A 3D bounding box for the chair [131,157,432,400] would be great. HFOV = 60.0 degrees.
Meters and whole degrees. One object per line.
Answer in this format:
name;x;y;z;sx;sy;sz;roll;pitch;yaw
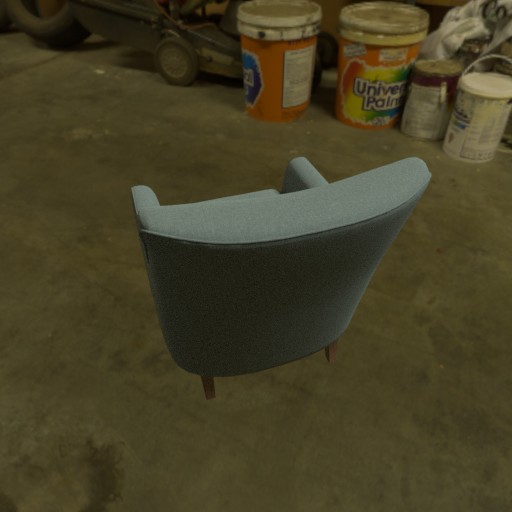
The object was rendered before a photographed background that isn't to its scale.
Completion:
chair;0.000;0.000;1.560;0.756;0.916;0.879;-13;43;-14
